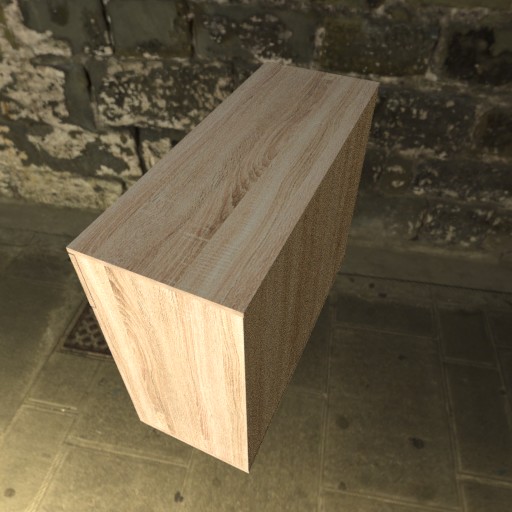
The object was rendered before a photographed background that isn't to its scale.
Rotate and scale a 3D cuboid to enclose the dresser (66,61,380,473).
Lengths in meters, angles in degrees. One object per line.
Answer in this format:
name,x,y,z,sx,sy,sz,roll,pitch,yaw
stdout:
dresser,0.000,0.000,1.583,0.450,0.900,1.100,18,48,17
